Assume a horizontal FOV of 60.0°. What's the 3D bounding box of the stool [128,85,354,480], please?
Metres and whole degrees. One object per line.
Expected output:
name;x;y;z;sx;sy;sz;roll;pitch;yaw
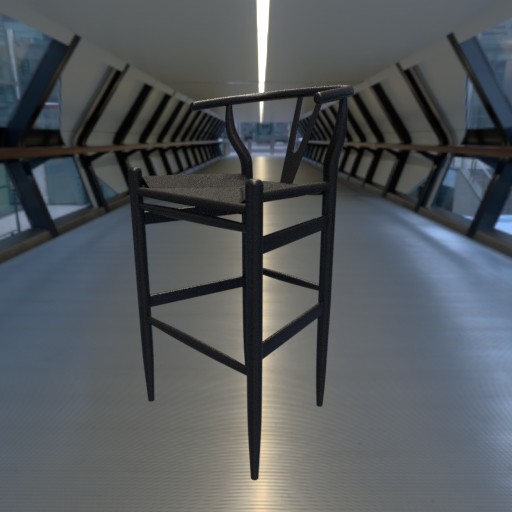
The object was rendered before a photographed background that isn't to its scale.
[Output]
stool;0.000;0.000;1.452;0.569;1.072;0.579;15;22;43
